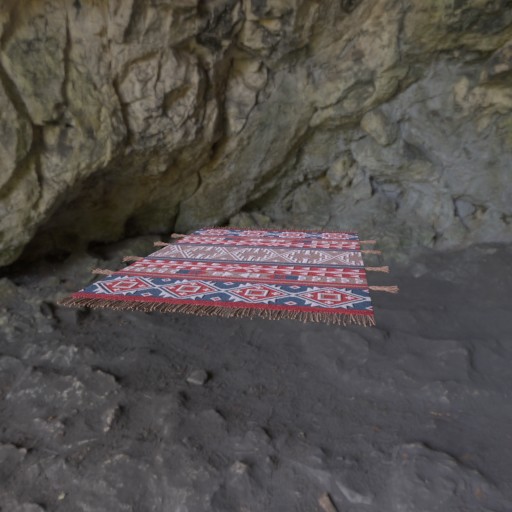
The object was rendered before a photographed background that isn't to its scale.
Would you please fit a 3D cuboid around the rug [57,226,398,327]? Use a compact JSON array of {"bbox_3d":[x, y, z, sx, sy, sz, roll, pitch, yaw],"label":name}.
[{"bbox_3d":[0.000,0.000,2.587,1.469,0.040,2.025,2,13,11],"label":"rug"}]
